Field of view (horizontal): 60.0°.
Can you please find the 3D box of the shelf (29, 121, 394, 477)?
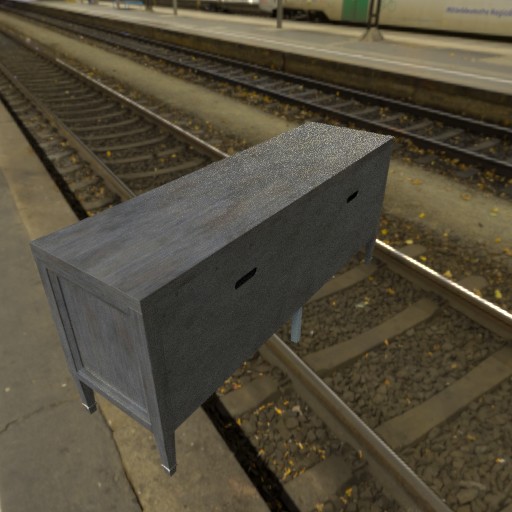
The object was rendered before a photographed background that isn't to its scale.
[{"bbox_3d":[0.000,0.000,1.873,0.479,0.719,1.575,21,37,30],"label":"shelf"}]
